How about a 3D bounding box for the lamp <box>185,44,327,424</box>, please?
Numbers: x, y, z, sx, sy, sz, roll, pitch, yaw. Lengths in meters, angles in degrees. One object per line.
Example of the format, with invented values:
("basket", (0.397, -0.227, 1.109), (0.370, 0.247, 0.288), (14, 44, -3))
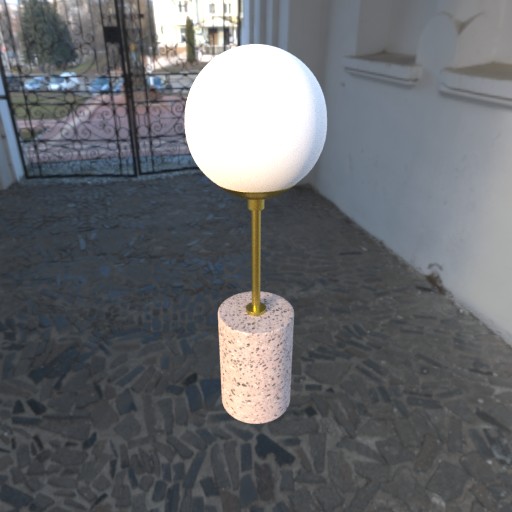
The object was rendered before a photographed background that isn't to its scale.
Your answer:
("lamp", (0.000, 0.000, 0.557), (0.153, 0.480, 0.153), (0, 27, 0))
